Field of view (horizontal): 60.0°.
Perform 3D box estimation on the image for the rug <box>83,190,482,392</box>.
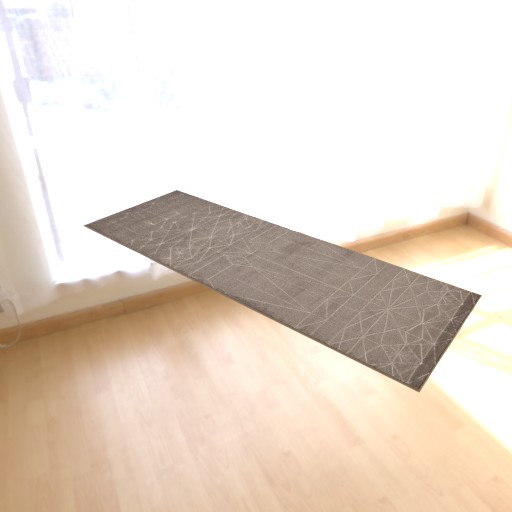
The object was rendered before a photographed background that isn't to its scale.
[{"bbox_3d":[0.000,0.000,2.712,2.388,0.012,0.864,22,37,33],"label":"rug"}]
